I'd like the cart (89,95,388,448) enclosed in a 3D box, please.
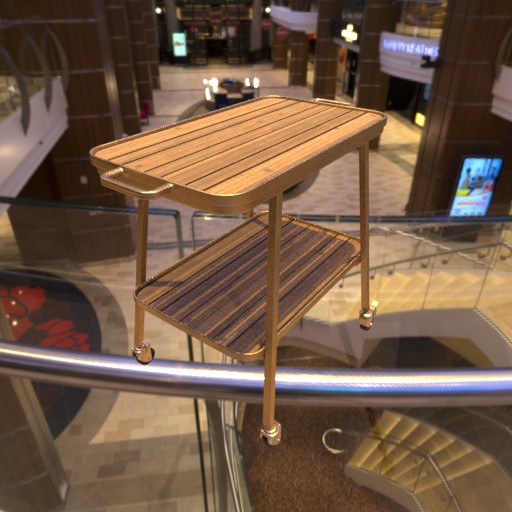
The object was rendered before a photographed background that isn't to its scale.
[{"bbox_3d":[0.000,0.000,1.233,0.524,0.700,0.806,21,38,30],"label":"cart"}]
